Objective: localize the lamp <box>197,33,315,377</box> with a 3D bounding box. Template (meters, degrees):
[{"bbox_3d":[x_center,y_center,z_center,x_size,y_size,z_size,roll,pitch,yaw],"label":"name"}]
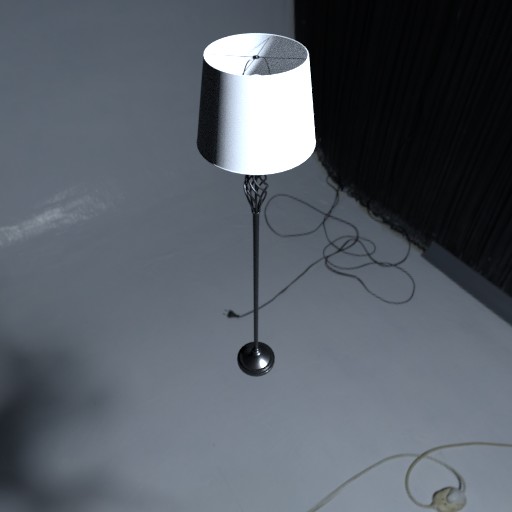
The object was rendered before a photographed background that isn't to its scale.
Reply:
[{"bbox_3d":[0.000,0.000,1.811,0.379,1.623,0.379,0,46,0],"label":"lamp"}]
